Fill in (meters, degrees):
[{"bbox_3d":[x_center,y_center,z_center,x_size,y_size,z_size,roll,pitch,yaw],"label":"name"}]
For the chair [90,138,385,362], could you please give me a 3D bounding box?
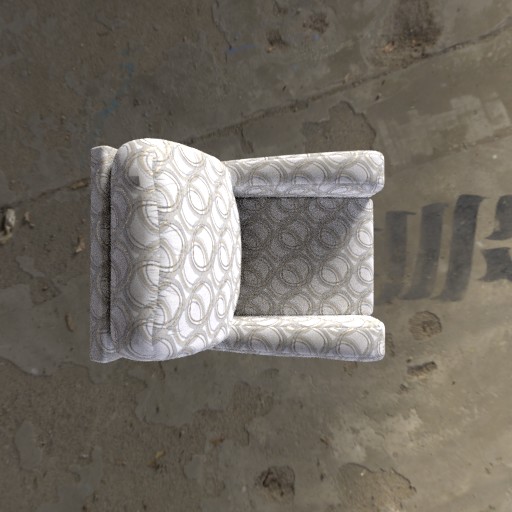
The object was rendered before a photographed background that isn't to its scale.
[{"bbox_3d":[0.000,0.000,1.741,0.995,1.065,0.796,0,89,-1],"label":"chair"}]
